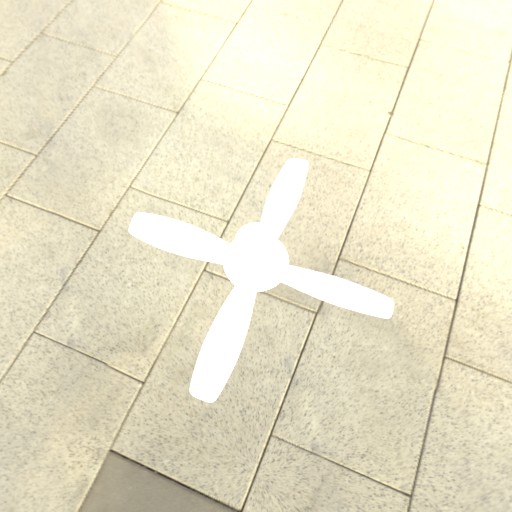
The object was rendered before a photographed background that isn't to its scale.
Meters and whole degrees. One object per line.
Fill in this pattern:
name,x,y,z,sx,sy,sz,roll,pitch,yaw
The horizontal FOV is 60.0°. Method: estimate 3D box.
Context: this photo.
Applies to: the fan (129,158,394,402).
fan,0.000,0.000,2.603,1.694,0.382,1.693,18,65,9
